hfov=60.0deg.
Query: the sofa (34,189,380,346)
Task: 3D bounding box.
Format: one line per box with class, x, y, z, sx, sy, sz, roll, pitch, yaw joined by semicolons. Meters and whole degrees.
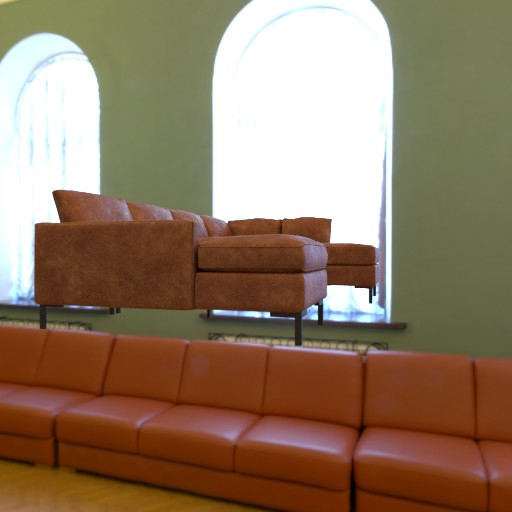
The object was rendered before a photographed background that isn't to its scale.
sofa;0.000;0.000;3.822;1.939;0.900;2.956;0;0;18
